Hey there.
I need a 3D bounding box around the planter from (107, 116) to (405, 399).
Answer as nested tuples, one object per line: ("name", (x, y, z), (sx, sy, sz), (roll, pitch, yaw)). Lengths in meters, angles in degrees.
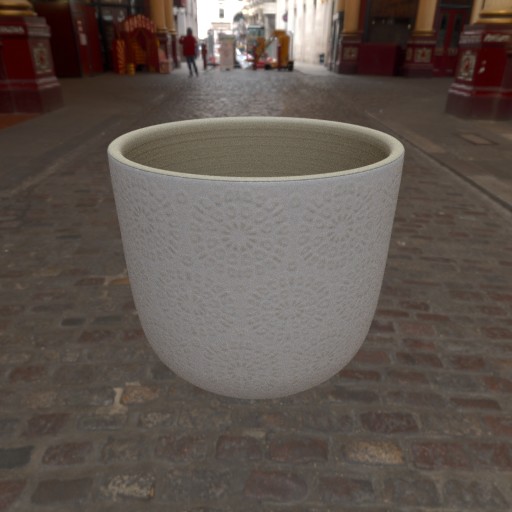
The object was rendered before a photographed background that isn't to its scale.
("planter", (0.000, 0.000, 0.364), (0.208, 0.190, 0.208), (0, 26, 0))
